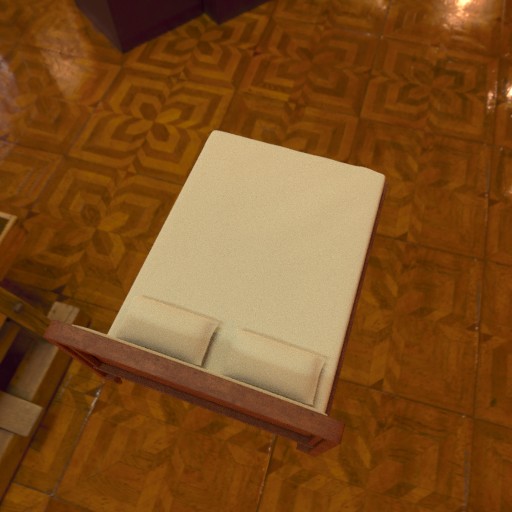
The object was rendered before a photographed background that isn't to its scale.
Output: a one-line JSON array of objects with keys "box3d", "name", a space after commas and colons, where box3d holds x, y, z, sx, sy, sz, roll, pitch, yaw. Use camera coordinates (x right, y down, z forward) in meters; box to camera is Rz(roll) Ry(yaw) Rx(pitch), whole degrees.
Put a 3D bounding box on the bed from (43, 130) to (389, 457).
[{"box3d": [0.000, 0.000, 3.183, 1.587, 1.275, 2.196, 17, 64, 9], "name": "bed"}]
